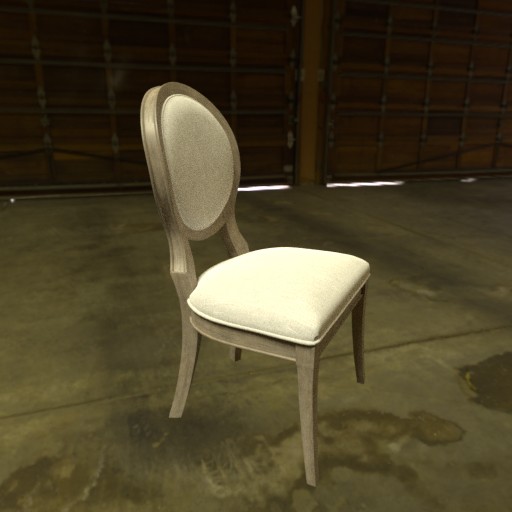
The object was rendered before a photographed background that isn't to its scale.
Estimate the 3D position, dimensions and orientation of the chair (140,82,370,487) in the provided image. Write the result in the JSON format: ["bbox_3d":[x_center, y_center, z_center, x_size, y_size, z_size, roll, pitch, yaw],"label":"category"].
[{"bbox_3d":[0.000,0.000,1.328,0.602,0.990,0.558,8,19,25],"label":"chair"}]
